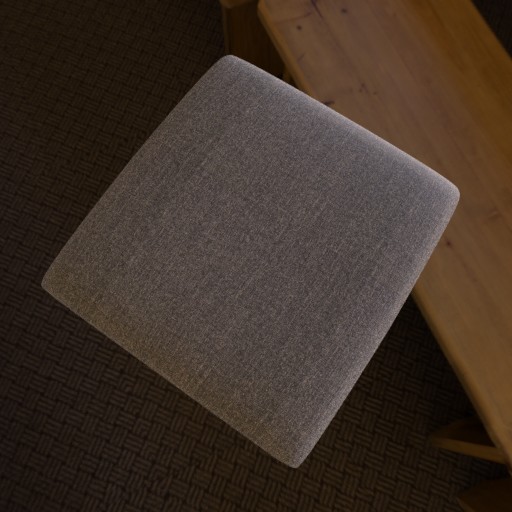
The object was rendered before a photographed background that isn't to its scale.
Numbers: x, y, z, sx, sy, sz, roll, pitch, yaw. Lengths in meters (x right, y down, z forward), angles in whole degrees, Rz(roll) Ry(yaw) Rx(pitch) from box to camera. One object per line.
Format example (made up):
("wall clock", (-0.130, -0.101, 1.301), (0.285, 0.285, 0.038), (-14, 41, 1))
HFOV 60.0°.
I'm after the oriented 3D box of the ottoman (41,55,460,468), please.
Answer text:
("ottoman", (0.000, 0.000, 1.053), (0.648, 0.399, 0.655), (33, 78, 8))
